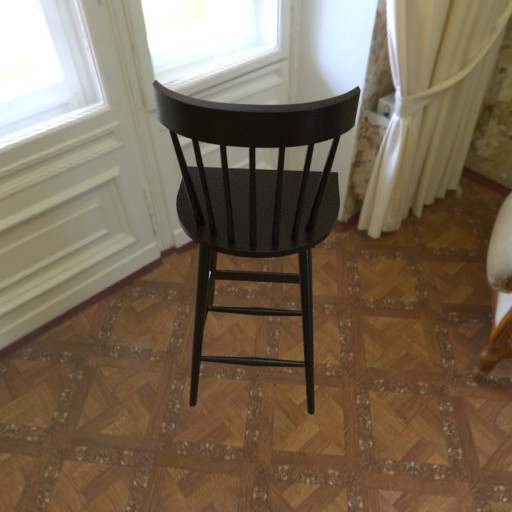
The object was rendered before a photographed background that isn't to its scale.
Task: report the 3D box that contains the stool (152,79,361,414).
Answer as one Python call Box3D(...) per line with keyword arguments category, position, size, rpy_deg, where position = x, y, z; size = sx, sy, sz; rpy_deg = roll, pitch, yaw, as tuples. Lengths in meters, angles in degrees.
Box3D(category="stool", position=(0.000, 0.000, 1.356), size=(0.482, 1.092, 0.483), rpy_deg=(3, 46, 3))
